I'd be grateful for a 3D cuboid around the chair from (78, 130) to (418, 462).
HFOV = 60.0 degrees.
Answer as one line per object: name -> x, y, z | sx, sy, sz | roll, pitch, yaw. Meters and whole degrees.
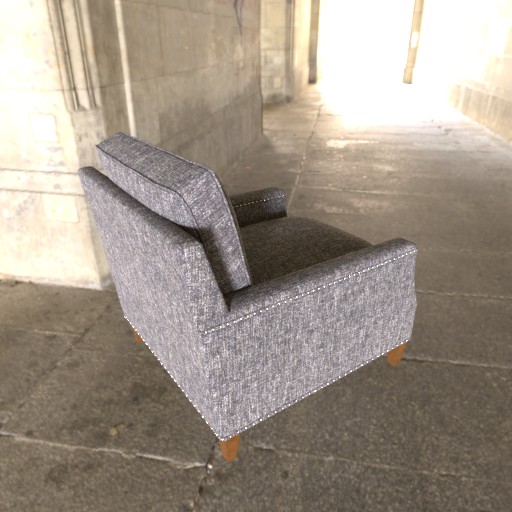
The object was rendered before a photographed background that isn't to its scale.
chair -> 0.000, 0.000, 1.717 | 1.014, 0.943, 0.853 | -17, 31, -31
